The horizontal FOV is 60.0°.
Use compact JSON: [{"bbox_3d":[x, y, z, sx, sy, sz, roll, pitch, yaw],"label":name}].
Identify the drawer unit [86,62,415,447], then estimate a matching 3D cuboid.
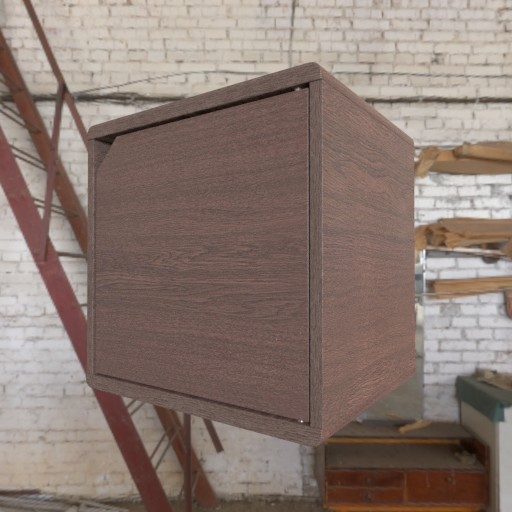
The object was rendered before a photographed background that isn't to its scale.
[{"bbox_3d":[0.000,0.000,0.605,0.344,0.344,0.290,-1,-1,35],"label":"drawer unit"}]
